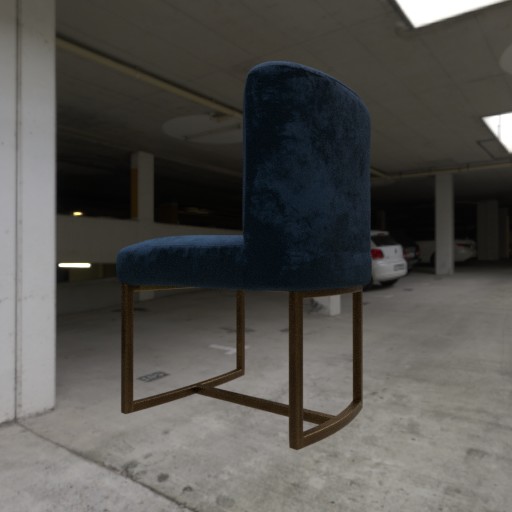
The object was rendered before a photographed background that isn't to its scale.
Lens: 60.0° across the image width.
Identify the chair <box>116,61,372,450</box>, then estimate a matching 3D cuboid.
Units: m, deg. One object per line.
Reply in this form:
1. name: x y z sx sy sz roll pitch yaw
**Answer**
1. chair: 0.000 0.000 1.210 0.560 0.824 0.530 0 -1 37
